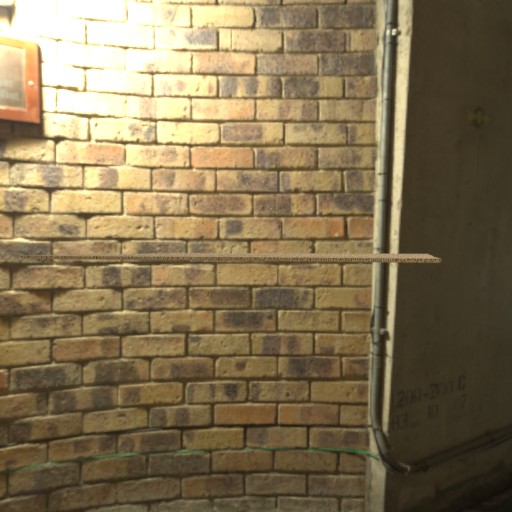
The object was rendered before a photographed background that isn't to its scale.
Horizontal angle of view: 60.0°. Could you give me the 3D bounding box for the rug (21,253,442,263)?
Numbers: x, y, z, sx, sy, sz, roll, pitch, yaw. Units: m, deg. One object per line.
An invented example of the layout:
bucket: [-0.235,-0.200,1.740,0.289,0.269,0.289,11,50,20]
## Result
rug: [0.000,0.000,4.047,3.000,0.025,2.400,0,1,20]
